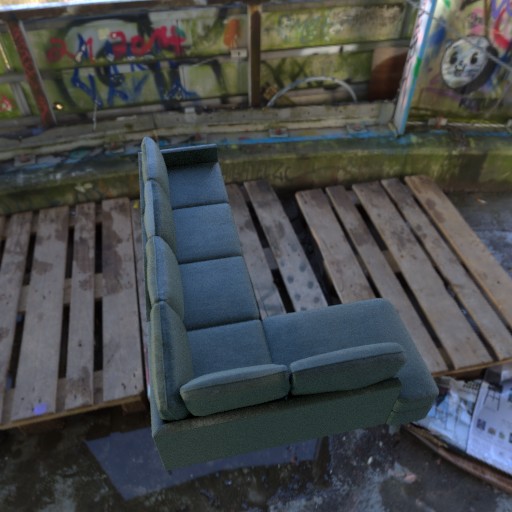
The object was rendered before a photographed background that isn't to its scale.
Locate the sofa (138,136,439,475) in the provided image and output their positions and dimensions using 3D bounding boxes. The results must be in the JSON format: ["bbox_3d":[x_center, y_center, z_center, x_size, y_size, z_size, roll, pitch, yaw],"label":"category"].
[{"bbox_3d":[0.000,0.000,4.239,2.048,0.996,3.384,-9,46,-8],"label":"sofa"}]
